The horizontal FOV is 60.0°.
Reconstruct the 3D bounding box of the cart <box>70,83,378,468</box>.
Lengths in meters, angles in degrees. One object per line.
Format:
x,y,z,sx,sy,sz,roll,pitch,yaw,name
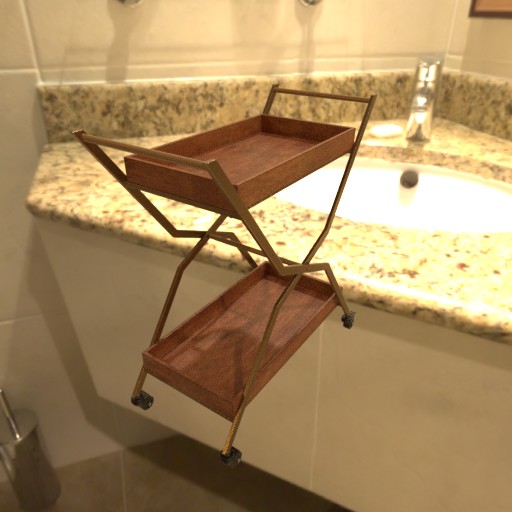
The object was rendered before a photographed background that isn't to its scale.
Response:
0.000,0.000,1.350,0.405,0.869,0.836,19,35,30,cart
